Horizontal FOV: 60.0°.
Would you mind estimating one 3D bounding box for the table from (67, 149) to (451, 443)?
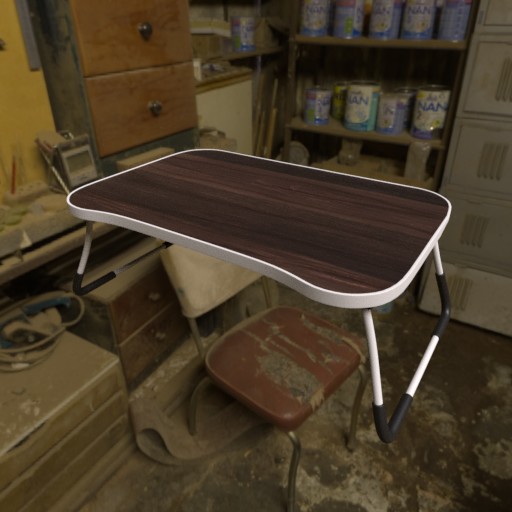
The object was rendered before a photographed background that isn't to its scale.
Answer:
[{"bbox_3d":[0.000,0.000,0.820,0.660,0.232,0.400,18,34,29],"label":"table"}]
